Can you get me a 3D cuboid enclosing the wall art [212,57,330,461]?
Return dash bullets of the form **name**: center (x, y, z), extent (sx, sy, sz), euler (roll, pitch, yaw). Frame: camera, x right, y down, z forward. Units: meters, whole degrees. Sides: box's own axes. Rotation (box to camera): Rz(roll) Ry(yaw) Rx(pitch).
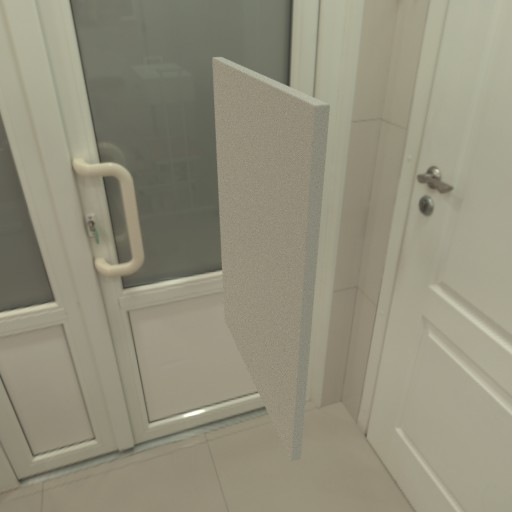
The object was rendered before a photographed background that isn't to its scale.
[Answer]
- **wall art**: center (0.000, 0.000, 1.544), extent (0.038, 1.183, 0.808), euler (-11, 33, -17)
